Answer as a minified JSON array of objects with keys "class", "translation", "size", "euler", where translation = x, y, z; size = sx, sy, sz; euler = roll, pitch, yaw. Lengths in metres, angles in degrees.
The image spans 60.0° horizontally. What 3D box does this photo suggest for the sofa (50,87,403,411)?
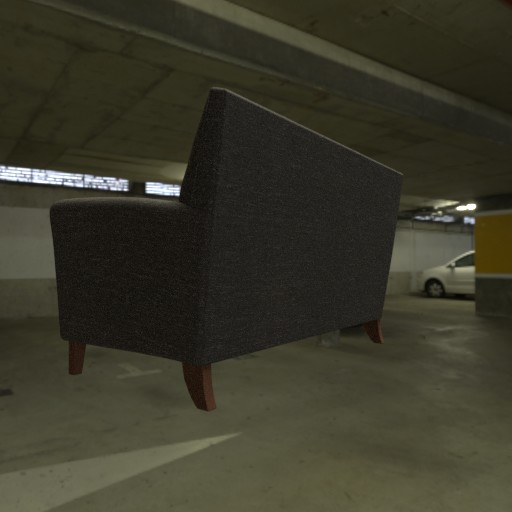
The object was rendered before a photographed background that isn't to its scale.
[{"class":"sofa","translation":[0.000,0.000,2.005],"size":[0.867,0.905,1.509],"euler":[-1,-1,37]}]
